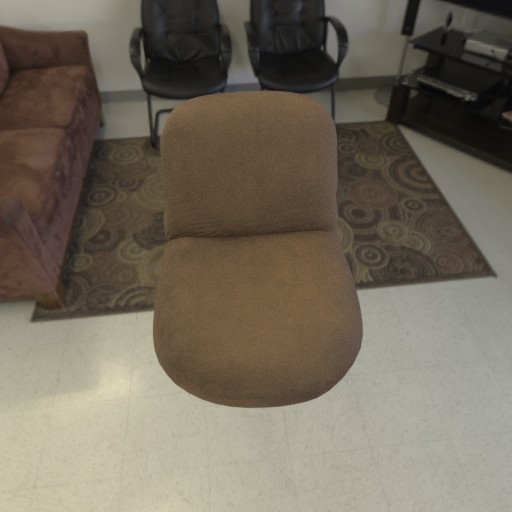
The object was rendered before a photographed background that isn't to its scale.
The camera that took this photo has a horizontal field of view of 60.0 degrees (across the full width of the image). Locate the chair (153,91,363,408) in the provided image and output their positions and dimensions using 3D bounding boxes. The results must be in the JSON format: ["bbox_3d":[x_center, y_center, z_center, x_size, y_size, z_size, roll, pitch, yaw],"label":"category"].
[{"bbox_3d":[0.000,0.000,1.070,0.521,0.594,0.597,-3,46,-3],"label":"chair"}]
